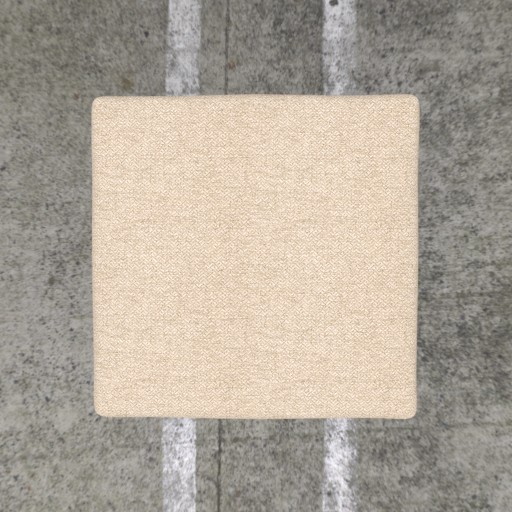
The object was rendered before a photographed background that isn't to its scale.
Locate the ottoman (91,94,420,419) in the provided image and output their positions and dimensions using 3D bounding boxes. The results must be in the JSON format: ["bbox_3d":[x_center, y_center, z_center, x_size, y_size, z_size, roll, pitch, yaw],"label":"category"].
[{"bbox_3d":[0.000,0.000,0.869,0.508,0.432,0.508,0,91,1],"label":"ottoman"}]
